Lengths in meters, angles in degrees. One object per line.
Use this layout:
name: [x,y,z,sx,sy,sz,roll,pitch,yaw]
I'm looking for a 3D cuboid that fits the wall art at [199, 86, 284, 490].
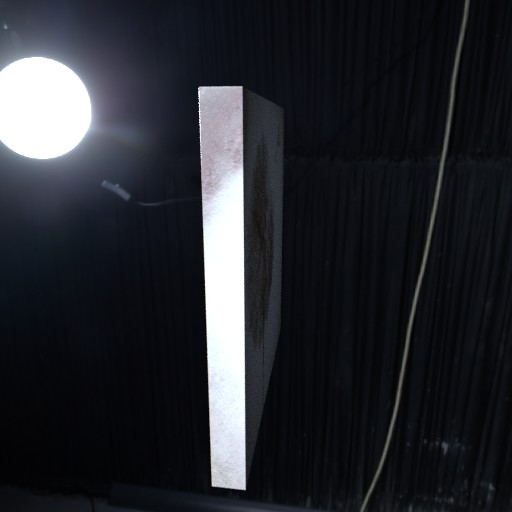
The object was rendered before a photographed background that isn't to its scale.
wall art: [0.000,0.000,0.460,0.028,0.303,0.303,2,16,8]
